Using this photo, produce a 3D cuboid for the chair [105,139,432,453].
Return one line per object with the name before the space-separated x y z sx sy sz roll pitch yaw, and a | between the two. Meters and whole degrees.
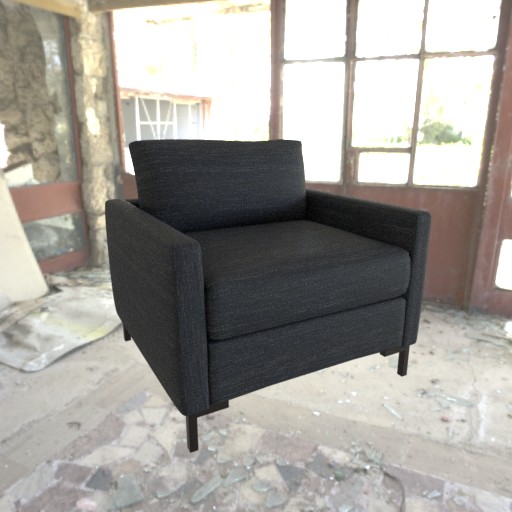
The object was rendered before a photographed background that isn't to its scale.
chair | 0.000 0.000 1.700 0.963 0.861 0.866 -9 18 -28
